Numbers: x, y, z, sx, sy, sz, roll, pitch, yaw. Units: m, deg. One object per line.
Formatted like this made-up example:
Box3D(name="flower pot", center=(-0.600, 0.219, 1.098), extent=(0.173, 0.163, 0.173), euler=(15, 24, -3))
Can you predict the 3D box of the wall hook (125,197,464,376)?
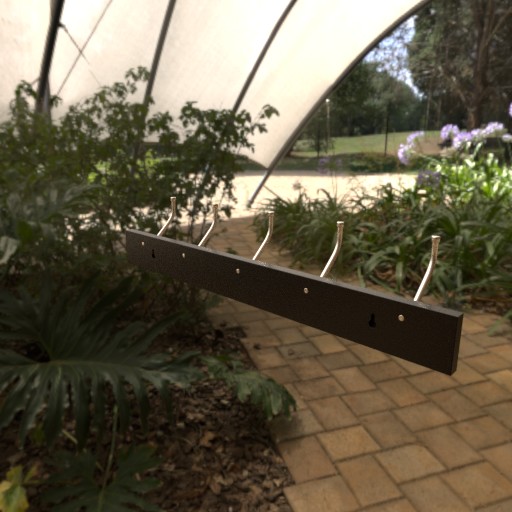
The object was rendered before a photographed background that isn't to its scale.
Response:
Box3D(name="wall hook", center=(0.000, 0.000, 0.615), extent=(0.571, 0.117, 0.071), euler=(14, 20, 42))
